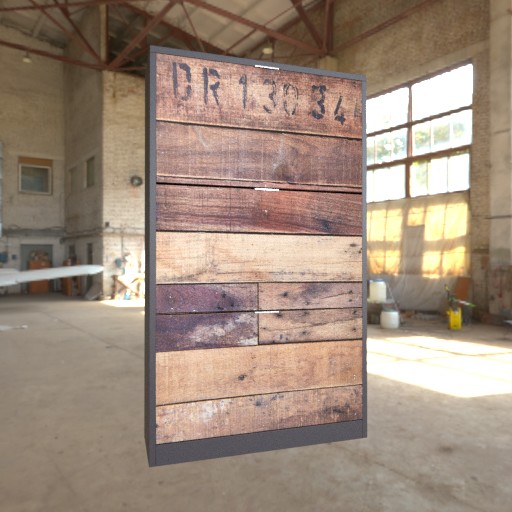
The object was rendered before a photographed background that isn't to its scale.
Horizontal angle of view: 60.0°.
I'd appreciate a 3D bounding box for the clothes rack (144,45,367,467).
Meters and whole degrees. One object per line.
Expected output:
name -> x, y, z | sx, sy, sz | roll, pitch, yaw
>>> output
clothes rack -> 0.000, 0.000, 1.566 | 0.750, 1.280, 0.250 | 0, 0, -17
